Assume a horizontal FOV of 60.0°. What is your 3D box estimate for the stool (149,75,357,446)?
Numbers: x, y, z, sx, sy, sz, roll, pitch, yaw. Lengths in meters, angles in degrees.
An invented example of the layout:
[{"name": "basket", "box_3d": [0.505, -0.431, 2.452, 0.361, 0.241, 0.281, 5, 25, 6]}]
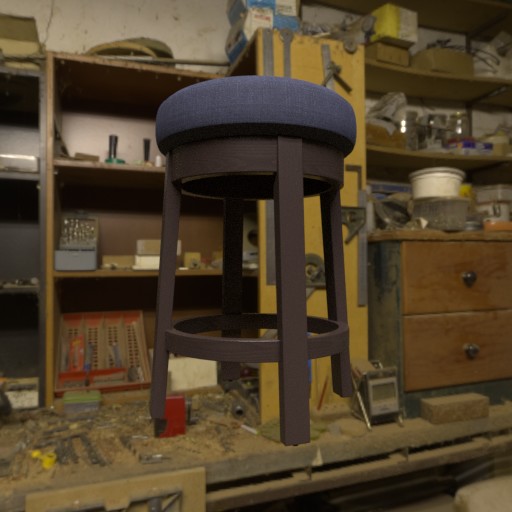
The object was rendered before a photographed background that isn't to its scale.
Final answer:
[{"name": "stool", "box_3d": [0.000, 0.000, 0.967, 0.449, 0.655, 0.449, 0, 0, 0]}]
